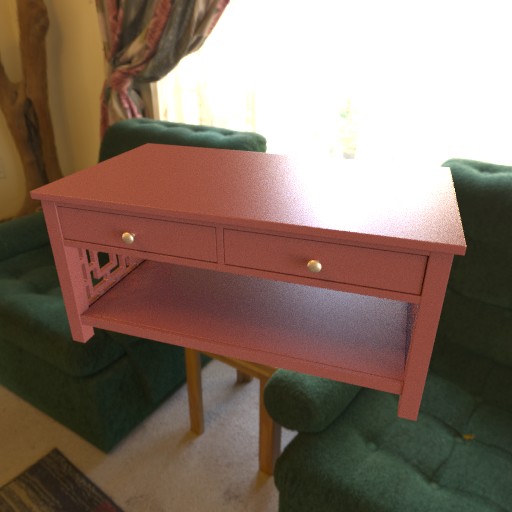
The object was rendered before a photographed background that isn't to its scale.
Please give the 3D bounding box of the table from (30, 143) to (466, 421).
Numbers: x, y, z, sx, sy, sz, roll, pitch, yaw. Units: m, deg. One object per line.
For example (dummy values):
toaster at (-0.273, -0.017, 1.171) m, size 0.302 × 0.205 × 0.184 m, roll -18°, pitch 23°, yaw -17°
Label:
table at (0.000, 0.000, 1.382) m, size 1.068 × 0.493 × 0.612 m, roll 9°, pitch 28°, yaw 16°
